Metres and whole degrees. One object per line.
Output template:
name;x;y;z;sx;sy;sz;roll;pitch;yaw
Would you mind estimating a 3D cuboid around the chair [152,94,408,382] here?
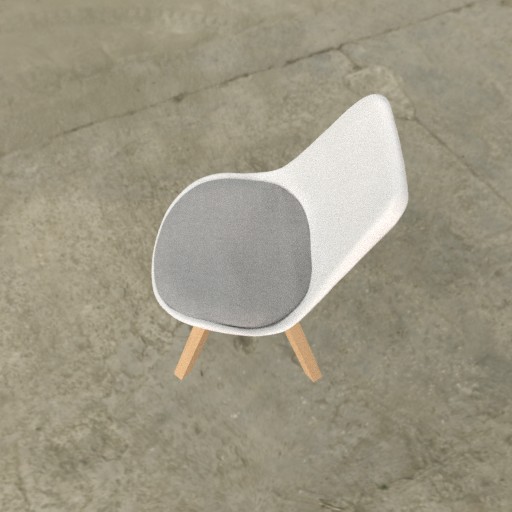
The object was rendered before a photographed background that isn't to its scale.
chair;0.000;0.000;1.185;0.550;0.850;0.485;1;60;0
